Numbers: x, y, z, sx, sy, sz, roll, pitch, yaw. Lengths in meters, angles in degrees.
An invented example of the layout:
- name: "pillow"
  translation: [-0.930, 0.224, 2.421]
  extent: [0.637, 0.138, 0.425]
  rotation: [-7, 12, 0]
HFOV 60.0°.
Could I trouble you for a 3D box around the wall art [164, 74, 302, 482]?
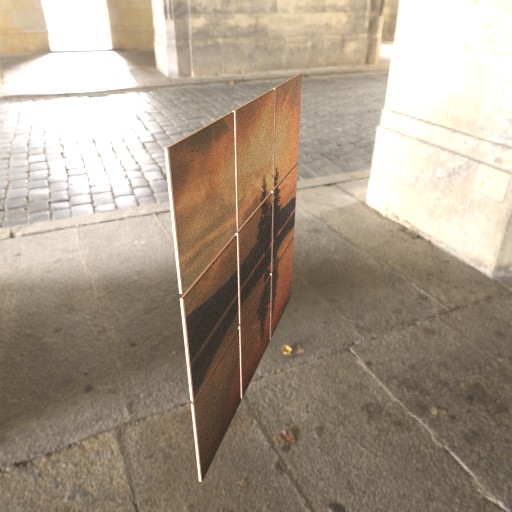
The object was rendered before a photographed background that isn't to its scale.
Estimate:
- name: "wall art"
  translation: [0.000, 0.000, 1.791]
  extent: [0.013, 1.218, 1.216]
  rotation: [10, 31, 17]
